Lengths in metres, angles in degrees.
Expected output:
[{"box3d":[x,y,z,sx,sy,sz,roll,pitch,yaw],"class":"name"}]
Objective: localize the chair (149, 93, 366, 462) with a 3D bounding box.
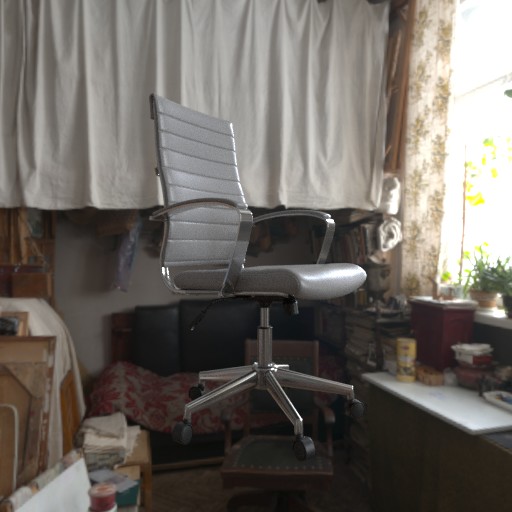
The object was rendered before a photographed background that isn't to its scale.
[{"box3d":[0.000,0.000,1.580,0.667,1.149,0.679,1,1,35],"class":"chair"}]
